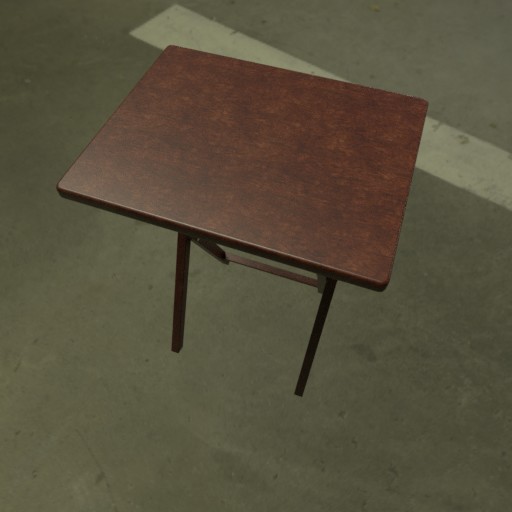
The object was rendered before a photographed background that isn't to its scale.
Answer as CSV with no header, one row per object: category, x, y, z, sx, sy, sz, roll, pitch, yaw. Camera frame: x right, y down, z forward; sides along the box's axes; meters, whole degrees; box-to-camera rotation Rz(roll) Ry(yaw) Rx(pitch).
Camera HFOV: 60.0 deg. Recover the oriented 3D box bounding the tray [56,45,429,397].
tray,0.000,0.000,0.964,0.483,0.660,0.381,17,58,11
